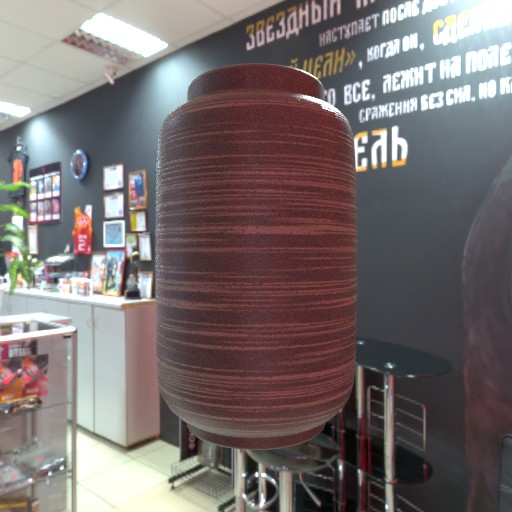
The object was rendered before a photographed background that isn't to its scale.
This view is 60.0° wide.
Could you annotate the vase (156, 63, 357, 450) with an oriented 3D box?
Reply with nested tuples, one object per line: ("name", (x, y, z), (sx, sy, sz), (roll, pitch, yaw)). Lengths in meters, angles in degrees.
("vase", (0.000, 0.000, 0.670), (0.297, 0.499, 0.297), (0, 0, 0))
